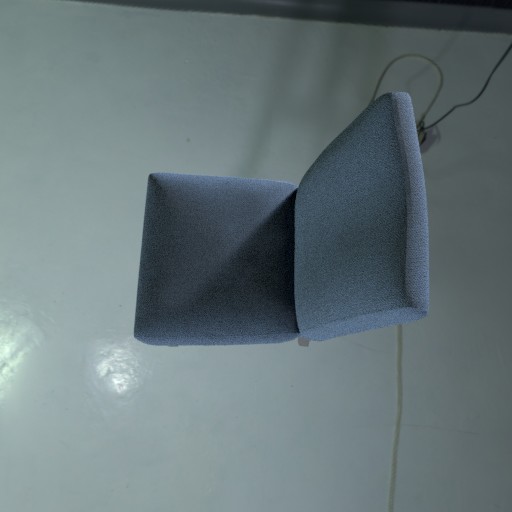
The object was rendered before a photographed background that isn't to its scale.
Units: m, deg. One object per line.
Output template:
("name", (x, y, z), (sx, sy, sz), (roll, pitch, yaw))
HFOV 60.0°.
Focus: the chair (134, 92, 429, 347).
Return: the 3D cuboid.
("chair", (0.000, 0.000, 1.214), (0.629, 0.882, 0.487), (1, 74, 0))
